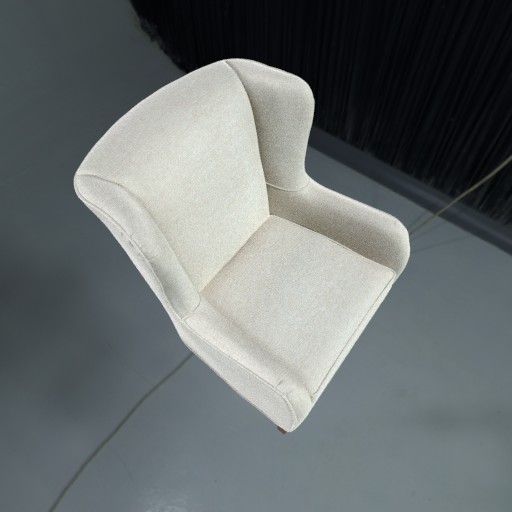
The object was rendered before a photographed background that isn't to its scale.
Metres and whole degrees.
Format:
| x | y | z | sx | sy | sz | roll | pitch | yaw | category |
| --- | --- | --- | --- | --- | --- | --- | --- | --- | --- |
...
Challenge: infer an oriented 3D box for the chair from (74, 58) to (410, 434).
| x | y | z | sx | sy | sz | roll | pitch | yaw | category |
| --- | --- | --- | --- | --- | --- | --- | --- | --- | --- |
| 0.000 | 0.000 | 1.721 | 0.966 | 1.040 | 0.838 | 32 | 63 | 19 | chair |
